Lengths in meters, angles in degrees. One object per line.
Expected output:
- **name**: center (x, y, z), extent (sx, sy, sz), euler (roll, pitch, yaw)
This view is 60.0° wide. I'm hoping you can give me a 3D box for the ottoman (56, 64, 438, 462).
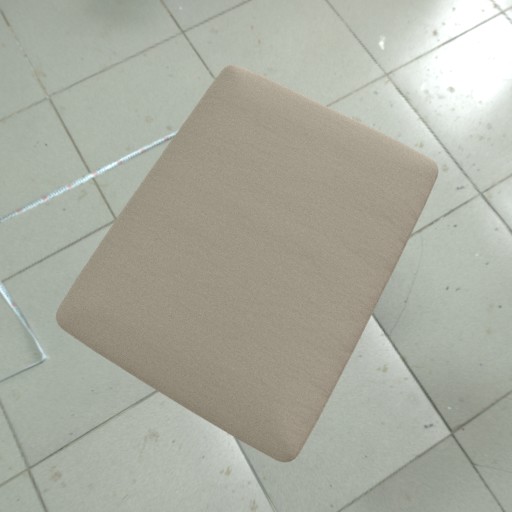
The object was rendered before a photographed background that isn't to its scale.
- **ottoman**: center (0.000, 0.000, 1.133), extent (0.606, 0.420, 0.771), euler (29, 76, 8)
